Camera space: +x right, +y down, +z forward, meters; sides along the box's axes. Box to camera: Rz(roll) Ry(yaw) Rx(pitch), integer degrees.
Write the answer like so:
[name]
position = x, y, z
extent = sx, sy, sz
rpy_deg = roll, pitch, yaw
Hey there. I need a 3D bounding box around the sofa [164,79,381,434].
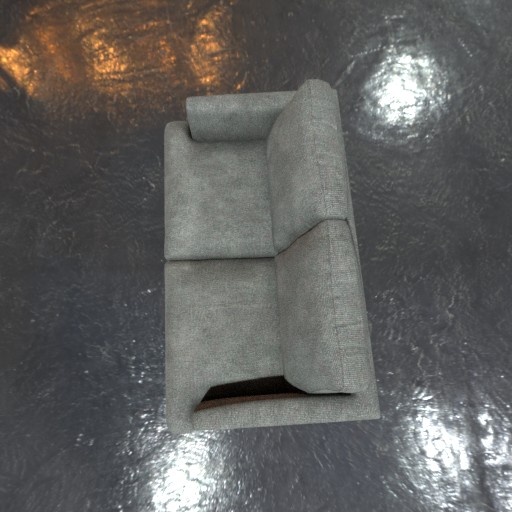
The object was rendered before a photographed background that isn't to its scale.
[sofa]
position = 0.000, 0.000, 2.169
extent = 0.903, 0.956, 1.582
rpy_deg = -3, 74, -1
